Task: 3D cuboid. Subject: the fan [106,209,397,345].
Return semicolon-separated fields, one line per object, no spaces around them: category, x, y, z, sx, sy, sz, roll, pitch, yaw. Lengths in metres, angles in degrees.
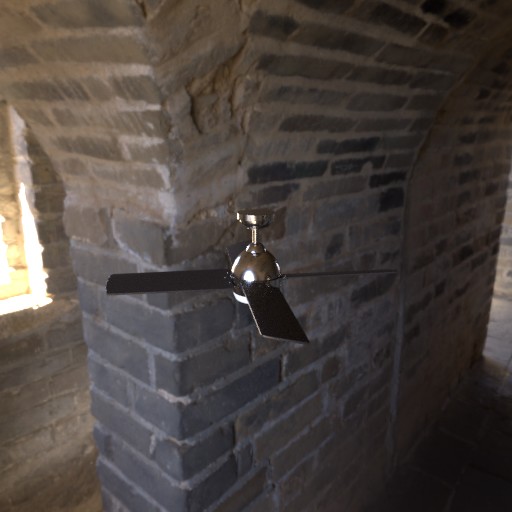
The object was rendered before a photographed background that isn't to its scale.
fan;0.000;0.000;2.025;1.332;0.403;1.332;-2;16;-8
